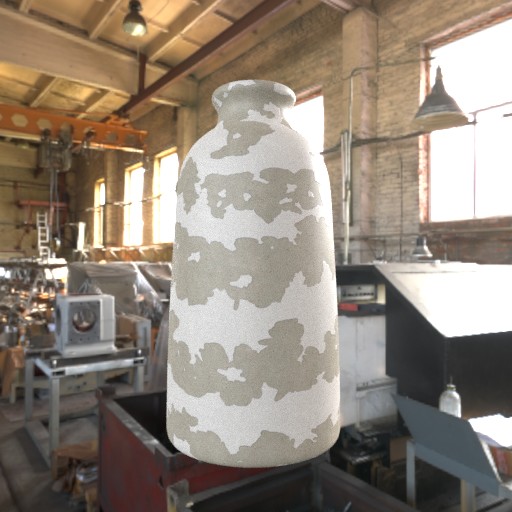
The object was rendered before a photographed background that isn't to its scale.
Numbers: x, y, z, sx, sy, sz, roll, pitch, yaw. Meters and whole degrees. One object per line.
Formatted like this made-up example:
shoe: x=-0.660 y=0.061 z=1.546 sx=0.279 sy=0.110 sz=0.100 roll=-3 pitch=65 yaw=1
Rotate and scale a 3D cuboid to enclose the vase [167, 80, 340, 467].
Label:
vase: x=0.000 y=0.000 z=0.493 sx=0.186 sy=0.382 sz=0.203 roll=0 pitch=-1 yaw=19
